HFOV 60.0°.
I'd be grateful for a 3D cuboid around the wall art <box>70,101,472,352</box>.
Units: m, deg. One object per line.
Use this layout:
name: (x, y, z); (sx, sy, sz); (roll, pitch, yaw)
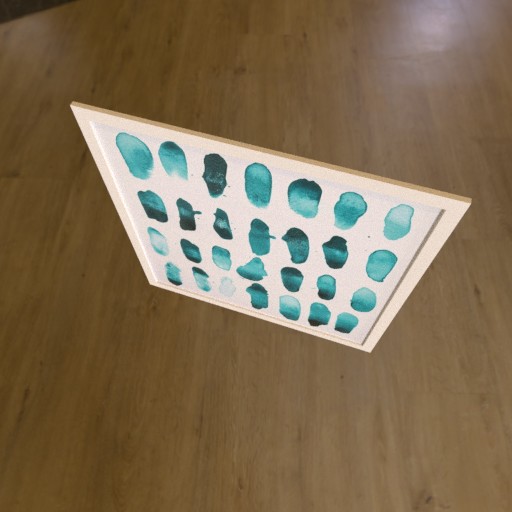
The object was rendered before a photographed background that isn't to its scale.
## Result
wall art: (0.000, 0.000, 0.830); (0.558, 0.559, 0.009); (16, 60, 9)
